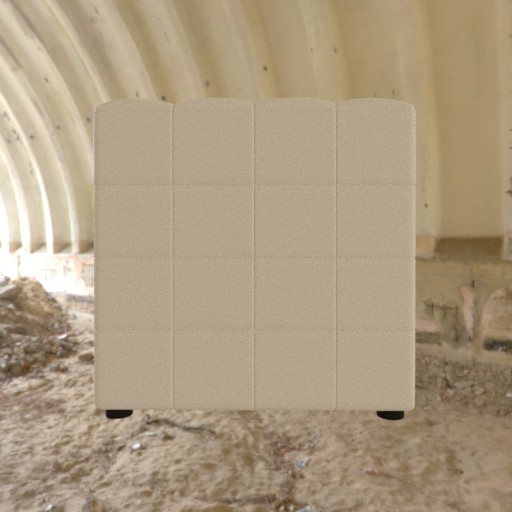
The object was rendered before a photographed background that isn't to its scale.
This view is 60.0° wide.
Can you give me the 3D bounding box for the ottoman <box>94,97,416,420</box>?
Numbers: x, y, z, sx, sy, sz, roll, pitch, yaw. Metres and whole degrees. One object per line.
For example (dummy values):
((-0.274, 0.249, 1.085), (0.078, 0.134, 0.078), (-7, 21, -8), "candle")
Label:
((0.000, 0.000, 0.791), (0.425, 0.432, 0.425), (0, 0, 1), "ottoman")
